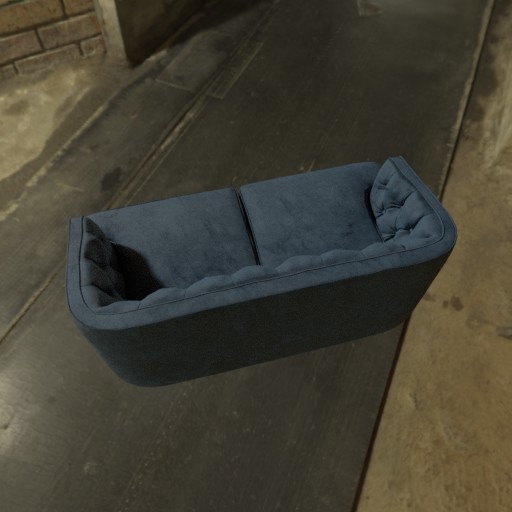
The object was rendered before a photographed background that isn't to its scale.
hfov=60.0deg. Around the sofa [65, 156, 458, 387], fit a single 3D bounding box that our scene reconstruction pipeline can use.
[{"bbox_3d":[0.000,0.000,2.305,1.733,0.854,0.941,-12,58,-8],"label":"sofa"}]
